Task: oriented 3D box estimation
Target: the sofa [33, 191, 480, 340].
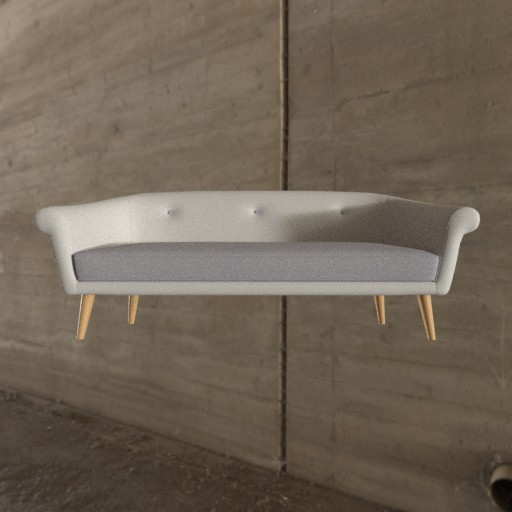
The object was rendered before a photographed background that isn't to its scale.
[{"bbox_3d":[0.000,0.000,2.516,2.160,0.795,0.827,0,0,0],"label":"sofa"}]
